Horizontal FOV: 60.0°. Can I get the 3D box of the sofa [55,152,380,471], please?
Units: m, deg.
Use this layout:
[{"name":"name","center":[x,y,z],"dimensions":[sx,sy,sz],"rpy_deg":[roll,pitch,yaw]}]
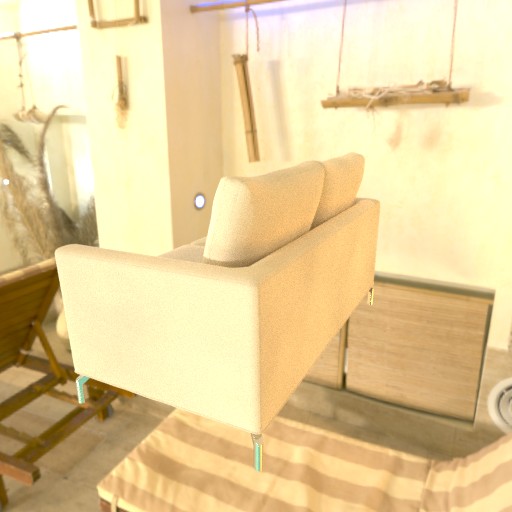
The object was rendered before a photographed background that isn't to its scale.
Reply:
[{"name":"sofa","center":[0.000,0.000,2.313],"dimensions":[0.906,0.995,1.739],"rpy_deg":[8,18,26]}]
